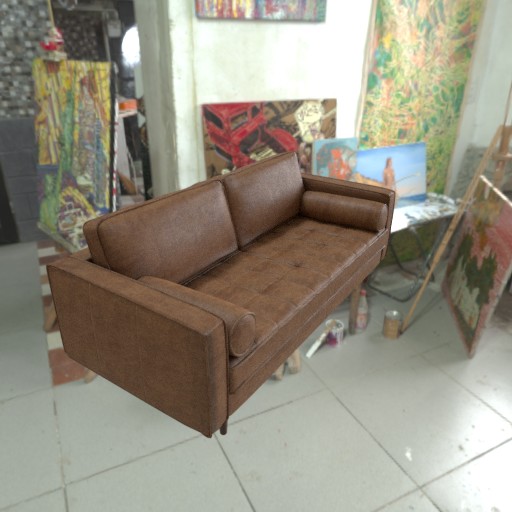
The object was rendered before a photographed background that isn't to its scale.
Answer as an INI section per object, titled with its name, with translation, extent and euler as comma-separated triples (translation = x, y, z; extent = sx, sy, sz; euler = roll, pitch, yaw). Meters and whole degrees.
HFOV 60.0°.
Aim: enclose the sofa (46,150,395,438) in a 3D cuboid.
[sofa]
translation = 0.000, 0.000, 2.449
extent = 0.924, 0.825, 1.920
euler = 16, 30, 31
